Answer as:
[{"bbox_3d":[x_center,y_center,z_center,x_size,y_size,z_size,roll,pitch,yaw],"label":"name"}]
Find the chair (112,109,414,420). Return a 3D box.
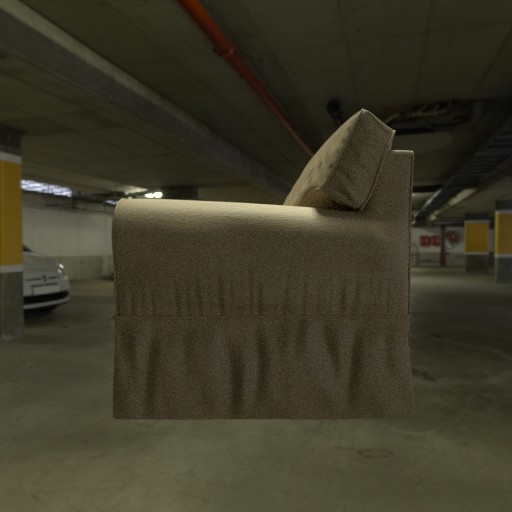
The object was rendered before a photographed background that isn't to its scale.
[{"bbox_3d":[0.000,0.000,1.772,0.903,0.937,1.096,0,1,-2],"label":"chair"}]
